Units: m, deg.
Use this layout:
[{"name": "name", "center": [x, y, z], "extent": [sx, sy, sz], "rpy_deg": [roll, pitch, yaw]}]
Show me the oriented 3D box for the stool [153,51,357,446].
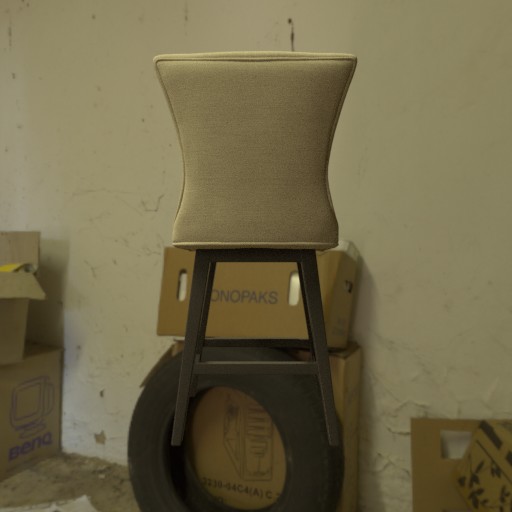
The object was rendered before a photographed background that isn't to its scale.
[{"name": "stool", "center": [0.000, 0.000, 1.332], "extent": [0.514, 1.000, 0.574], "rpy_deg": [0, 0, 1]}]
